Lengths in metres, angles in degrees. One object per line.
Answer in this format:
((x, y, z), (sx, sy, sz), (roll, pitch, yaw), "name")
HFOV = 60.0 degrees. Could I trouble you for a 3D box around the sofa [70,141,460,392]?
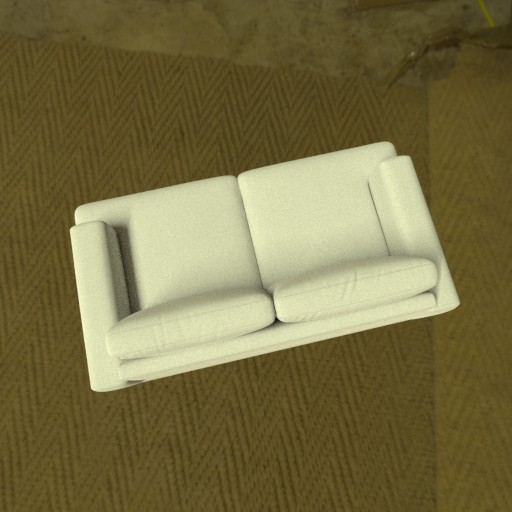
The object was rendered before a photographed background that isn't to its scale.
((0.000, 0.000, 2.105), (1.651, 0.810, 0.915), (-12, 76, -3), "sofa")
